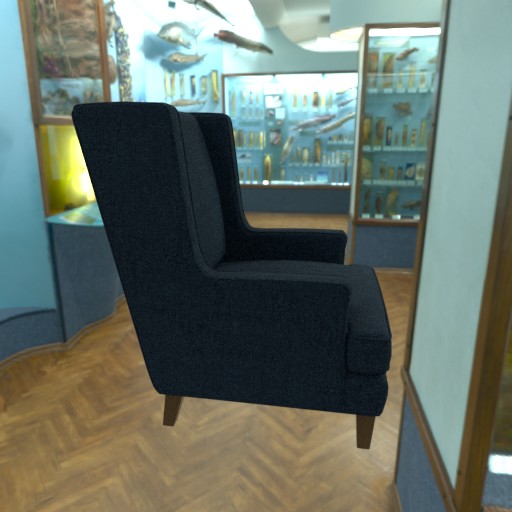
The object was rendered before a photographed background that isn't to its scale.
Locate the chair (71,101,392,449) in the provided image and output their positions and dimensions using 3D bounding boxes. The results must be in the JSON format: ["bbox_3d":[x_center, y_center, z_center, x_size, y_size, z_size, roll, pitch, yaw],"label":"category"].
[{"bbox_3d":[0.000,0.000,1.682,0.947,1.072,0.764,3,16,10],"label":"chair"}]
